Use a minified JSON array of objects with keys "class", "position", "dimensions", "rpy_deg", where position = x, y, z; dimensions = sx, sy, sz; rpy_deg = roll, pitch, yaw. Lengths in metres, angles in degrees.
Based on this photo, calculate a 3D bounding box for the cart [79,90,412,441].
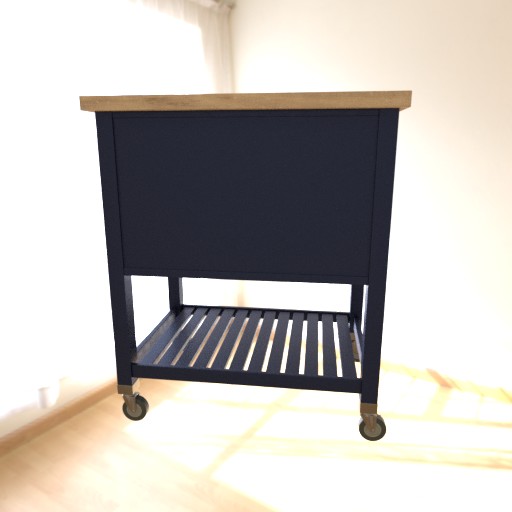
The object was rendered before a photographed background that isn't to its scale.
[{"class":"cart","position":[0.000,0.000,1.415],"dimensions":[0.797,0.920,0.567],"rpy_deg":[2,14,8]}]
